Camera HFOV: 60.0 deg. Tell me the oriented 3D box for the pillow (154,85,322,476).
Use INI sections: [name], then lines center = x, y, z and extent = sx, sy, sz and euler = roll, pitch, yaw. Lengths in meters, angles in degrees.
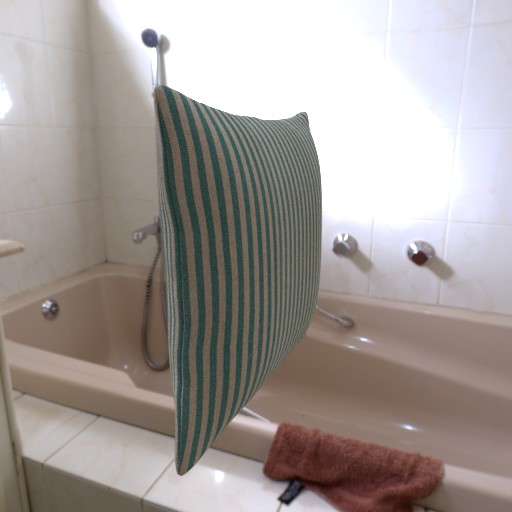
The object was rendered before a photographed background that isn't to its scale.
[pillow]
center = 0.000, 0.000, 0.773
extent = 0.166, 0.510, 0.523
euler = 7, 16, 24
